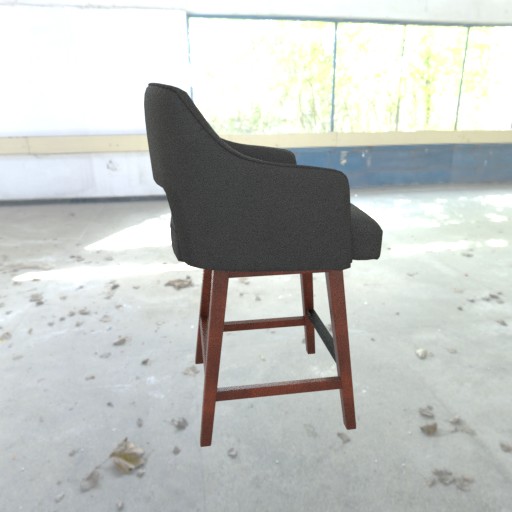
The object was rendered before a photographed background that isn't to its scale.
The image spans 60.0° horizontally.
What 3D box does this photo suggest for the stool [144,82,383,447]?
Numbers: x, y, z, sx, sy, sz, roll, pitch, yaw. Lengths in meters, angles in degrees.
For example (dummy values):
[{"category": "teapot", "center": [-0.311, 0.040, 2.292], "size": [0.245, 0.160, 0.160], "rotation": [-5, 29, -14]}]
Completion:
[{"category": "stool", "center": [0.000, 0.000, 1.262], "size": [0.558, 0.912, 0.548], "rotation": [-3, 19, -9]}]
